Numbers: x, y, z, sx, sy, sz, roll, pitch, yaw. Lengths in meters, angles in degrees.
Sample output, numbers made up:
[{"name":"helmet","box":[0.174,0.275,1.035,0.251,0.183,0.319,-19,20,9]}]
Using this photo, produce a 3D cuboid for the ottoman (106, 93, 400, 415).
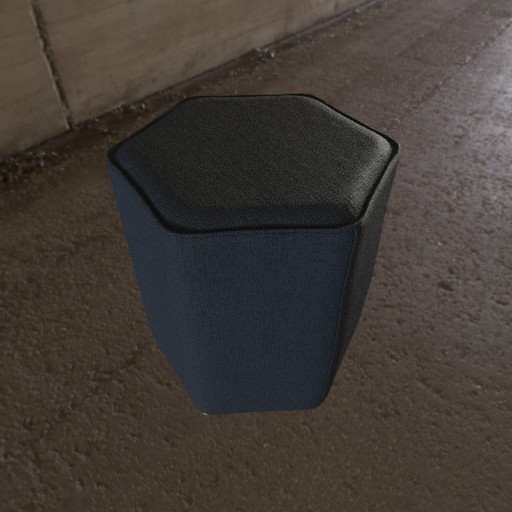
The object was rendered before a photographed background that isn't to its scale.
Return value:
[{"name":"ottoman","box":[0.000,0.000,0.895,0.492,0.505,0.454,0,43,0]}]
